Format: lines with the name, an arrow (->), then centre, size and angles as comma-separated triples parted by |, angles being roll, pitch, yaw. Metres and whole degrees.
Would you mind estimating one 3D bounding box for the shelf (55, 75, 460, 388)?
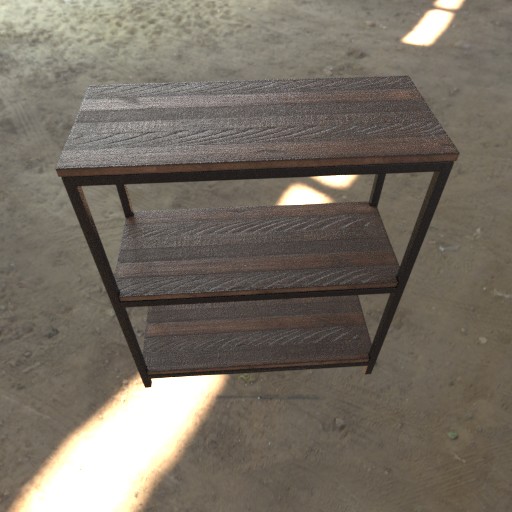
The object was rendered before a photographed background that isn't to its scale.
shelf -> 0.000, 0.000, 1.366 | 0.822, 0.947, 0.352 | -3, 47, -3
